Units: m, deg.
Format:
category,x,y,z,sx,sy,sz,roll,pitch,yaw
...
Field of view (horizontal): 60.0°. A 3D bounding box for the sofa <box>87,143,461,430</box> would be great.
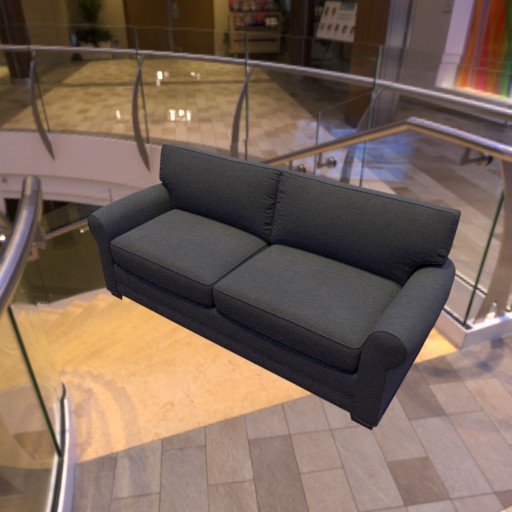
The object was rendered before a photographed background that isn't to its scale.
category,x,y,z,sx,sy,sz,roll,pitch,yaw
sofa,0.000,0.000,2.954,2.391,1.026,0.954,20,36,30
